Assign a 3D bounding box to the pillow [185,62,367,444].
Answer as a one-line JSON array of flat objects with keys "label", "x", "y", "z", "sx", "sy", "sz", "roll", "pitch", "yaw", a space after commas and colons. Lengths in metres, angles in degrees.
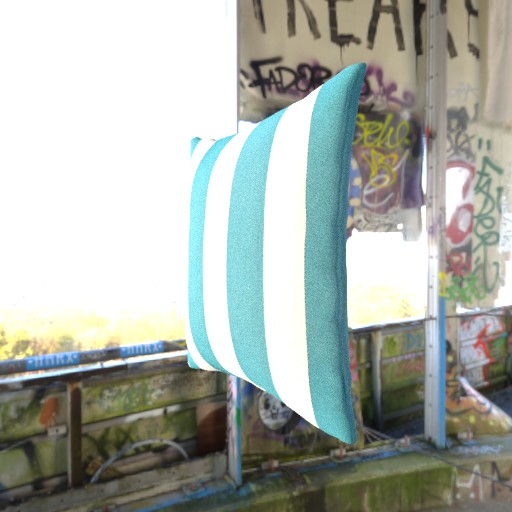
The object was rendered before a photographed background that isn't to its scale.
[{"label": "pillow", "x": 0.000, "y": 0.000, "z": 0.814, "sx": 0.189, "sy": 0.526, "sz": 0.536, "roll": -1, "pitch": 2, "yaw": -34}]
